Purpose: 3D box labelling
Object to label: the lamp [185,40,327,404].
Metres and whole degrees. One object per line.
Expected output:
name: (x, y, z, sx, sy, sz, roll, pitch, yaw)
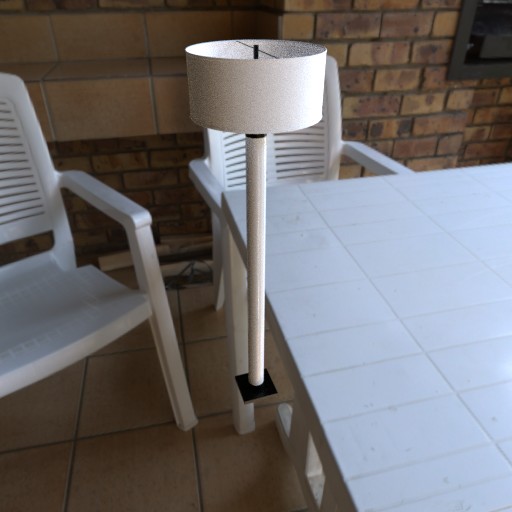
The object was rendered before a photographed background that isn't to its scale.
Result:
lamp: (0.000, 0.000, 1.704, 0.420, 1.475, 0.420, -10, 34, -15)
